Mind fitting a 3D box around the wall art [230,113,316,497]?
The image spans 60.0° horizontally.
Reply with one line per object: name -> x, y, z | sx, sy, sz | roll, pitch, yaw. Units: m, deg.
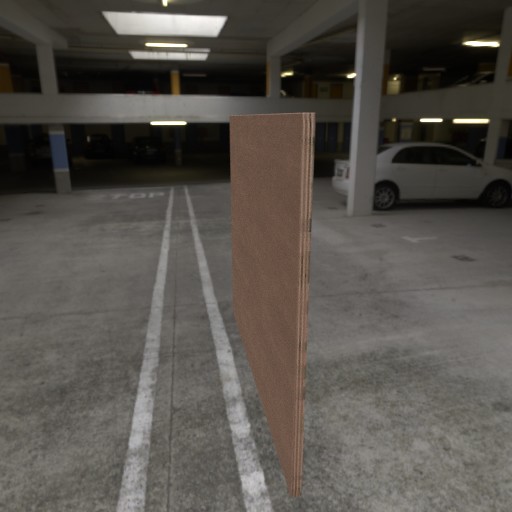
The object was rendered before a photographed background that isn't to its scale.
wall art -> 0.000, 0.000, 0.673 | 0.012, 0.408, 0.508 | -3, 18, -10
